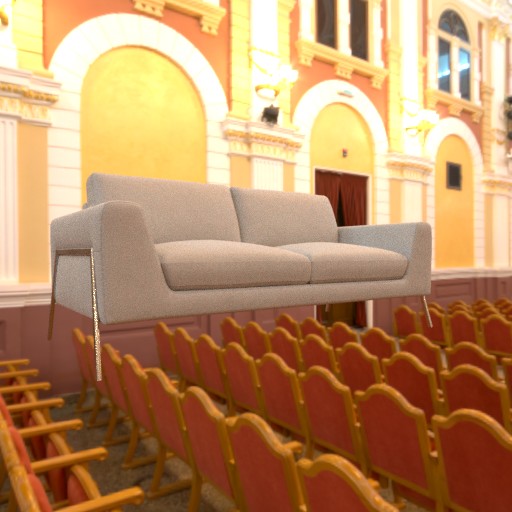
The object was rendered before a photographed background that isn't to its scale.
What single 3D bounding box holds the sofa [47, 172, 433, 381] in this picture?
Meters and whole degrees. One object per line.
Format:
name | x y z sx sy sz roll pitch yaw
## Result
sofa | 0.000 0.000 2.518 2.017 0.875 0.953 0 0 -35
